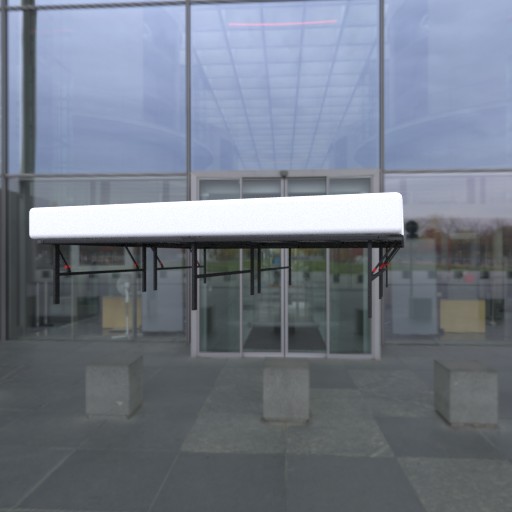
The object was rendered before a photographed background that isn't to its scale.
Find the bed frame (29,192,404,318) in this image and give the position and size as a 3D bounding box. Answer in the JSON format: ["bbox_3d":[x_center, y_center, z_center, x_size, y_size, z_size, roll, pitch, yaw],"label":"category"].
[{"bbox_3d":[0.000,0.000,3.057,1.935,0.525,2.033,0,0,19],"label":"bed frame"}]
